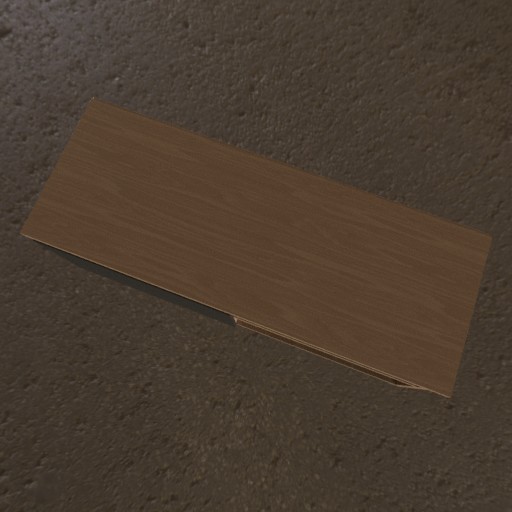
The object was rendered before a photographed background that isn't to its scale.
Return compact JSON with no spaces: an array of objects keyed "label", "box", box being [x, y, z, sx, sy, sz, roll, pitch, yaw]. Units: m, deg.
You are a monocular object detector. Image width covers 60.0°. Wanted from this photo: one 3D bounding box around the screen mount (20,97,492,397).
[{"label":"screen mount","box":[0.000,0.000,1.292,1.084,0.432,0.406,20,77,5]}]
